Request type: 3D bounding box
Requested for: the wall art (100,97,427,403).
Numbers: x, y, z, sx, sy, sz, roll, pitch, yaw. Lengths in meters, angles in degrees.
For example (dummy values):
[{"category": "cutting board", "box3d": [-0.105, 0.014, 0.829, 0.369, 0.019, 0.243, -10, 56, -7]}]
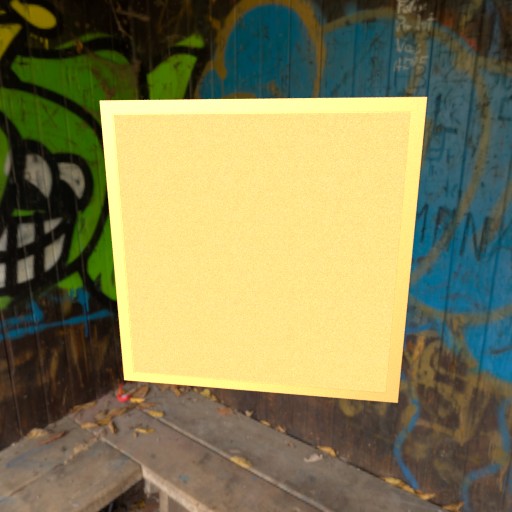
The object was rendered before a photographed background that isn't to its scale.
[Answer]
[{"category": "wall art", "box3d": [0.000, 0.000, 2.888, 1.926, 1.926, 0.099, 2, 15, 8]}]
